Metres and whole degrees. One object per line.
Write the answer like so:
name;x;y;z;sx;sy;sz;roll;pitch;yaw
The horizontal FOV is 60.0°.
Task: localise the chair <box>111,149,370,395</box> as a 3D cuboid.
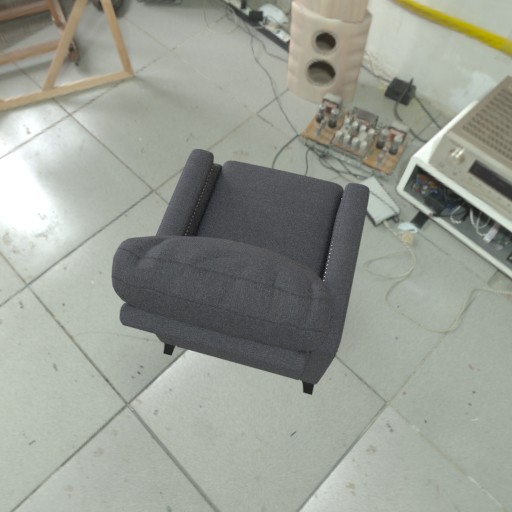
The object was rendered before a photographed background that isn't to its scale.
chair;0.000;0.000;1.645;0.710;1.049;0.922;14;64;7
